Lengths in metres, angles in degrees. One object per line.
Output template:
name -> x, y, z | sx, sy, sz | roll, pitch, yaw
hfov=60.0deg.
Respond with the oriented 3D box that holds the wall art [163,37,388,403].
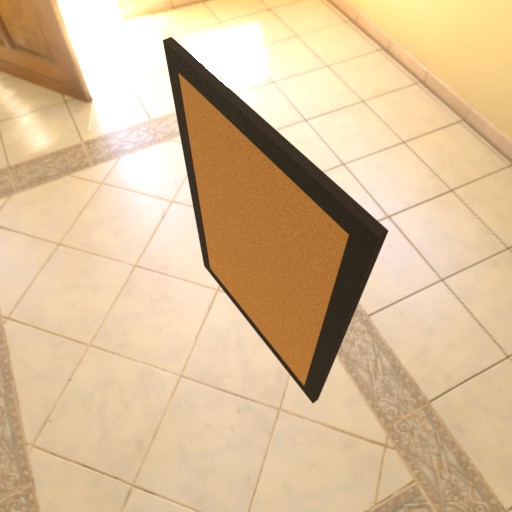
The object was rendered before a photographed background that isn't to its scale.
wall art -> 0.000, 0.000, 0.698 | 0.013, 0.534, 0.380 | -31, 62, -19
